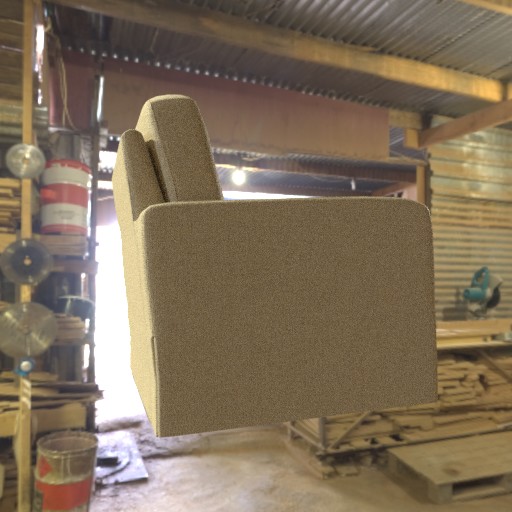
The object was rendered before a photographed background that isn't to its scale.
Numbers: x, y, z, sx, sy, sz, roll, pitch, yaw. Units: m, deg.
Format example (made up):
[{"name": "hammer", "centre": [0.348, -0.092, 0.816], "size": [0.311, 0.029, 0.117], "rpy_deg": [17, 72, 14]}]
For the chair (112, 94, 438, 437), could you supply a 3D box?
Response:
[{"name": "chair", "centre": [0.000, 0.000, 1.457], "size": [0.888, 0.827, 0.755], "rpy_deg": [1, -2, -20]}]
